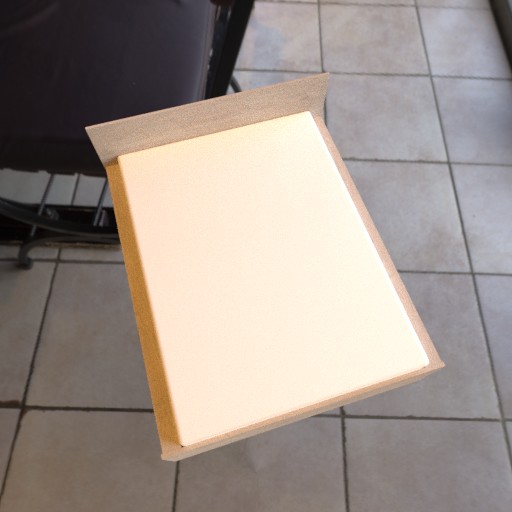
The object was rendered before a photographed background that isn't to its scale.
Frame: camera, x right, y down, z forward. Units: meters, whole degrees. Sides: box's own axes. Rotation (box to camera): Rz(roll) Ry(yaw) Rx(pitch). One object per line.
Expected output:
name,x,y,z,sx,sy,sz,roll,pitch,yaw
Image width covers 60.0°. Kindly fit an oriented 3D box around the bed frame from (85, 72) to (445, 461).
bed frame,0.000,0.000,2.814,1.622,0.800,1.960,-16,65,-7
